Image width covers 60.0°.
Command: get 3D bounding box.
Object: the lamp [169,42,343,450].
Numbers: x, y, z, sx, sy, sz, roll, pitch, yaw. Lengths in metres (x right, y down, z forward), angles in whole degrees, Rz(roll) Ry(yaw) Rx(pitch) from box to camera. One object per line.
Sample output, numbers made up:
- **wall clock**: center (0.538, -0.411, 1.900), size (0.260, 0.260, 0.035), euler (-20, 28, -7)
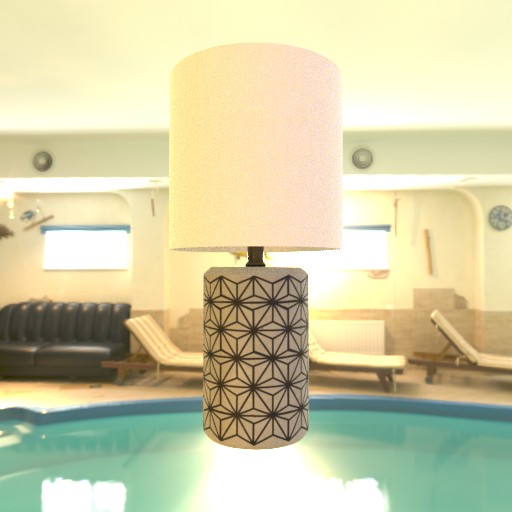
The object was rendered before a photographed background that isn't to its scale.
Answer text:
- **lamp**: center (0.000, 0.000, 0.534), size (0.206, 0.416, 0.206), euler (0, -1, -17)
